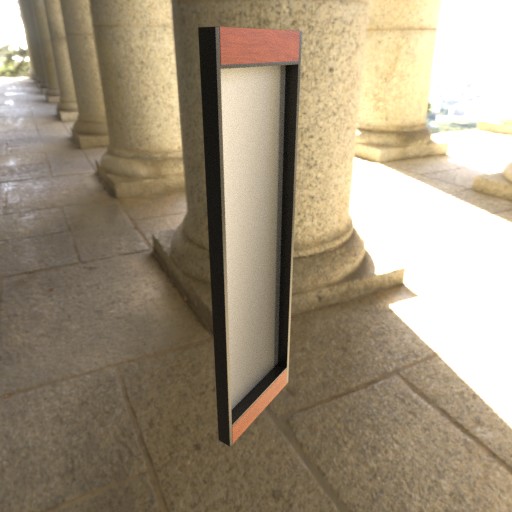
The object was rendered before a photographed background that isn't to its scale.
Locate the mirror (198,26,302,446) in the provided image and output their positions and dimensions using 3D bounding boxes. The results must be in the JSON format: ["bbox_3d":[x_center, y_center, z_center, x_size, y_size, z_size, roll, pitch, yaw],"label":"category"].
[{"bbox_3d":[0.000,0.000,1.231,0.047,1.123,0.343,16,30,31],"label":"mirror"}]
